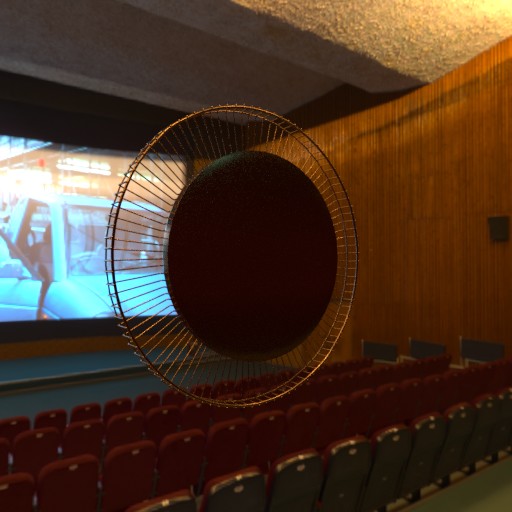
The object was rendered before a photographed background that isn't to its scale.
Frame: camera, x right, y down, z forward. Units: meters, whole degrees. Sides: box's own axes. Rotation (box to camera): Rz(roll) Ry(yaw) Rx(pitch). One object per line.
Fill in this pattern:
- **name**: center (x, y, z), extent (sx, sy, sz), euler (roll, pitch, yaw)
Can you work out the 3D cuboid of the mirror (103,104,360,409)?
- **mirror**: center (0.000, 0.000, 1.057), extent (0.703, 0.703, 0.067), euler (1, -1, -36)
